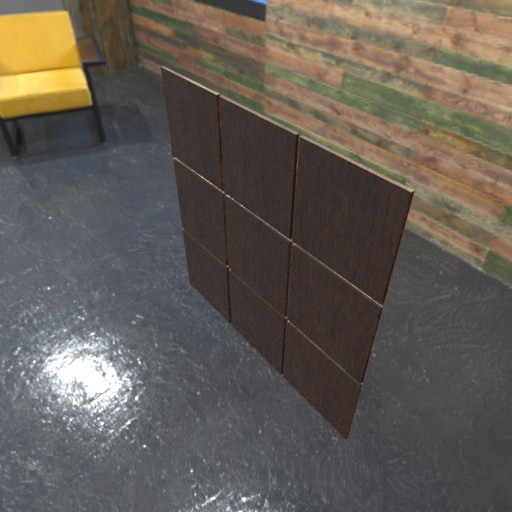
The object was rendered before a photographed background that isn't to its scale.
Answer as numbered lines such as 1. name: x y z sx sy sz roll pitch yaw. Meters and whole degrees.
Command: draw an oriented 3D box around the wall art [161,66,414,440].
1. wall art: 0.000 0.000 1.828 0.013 1.213 1.215 -28 47 -29
